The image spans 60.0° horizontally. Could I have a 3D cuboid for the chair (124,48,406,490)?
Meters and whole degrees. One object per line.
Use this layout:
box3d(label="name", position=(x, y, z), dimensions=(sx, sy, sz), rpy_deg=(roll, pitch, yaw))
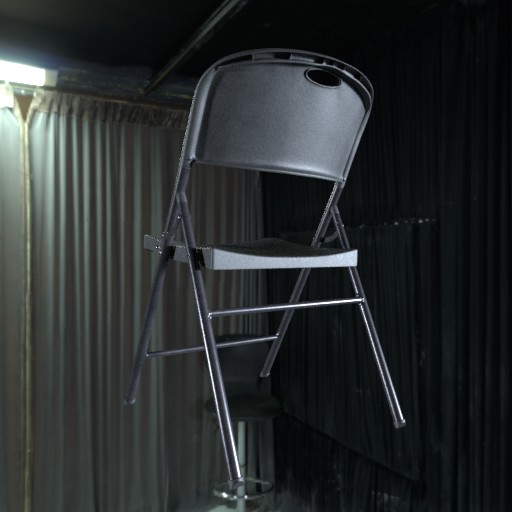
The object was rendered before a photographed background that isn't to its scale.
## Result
box3d(label="chair", position=(0.000, 0.000, 1.123), dimensions=(0.494, 0.810, 0.566), rpy_deg=(0, 0, -36))
